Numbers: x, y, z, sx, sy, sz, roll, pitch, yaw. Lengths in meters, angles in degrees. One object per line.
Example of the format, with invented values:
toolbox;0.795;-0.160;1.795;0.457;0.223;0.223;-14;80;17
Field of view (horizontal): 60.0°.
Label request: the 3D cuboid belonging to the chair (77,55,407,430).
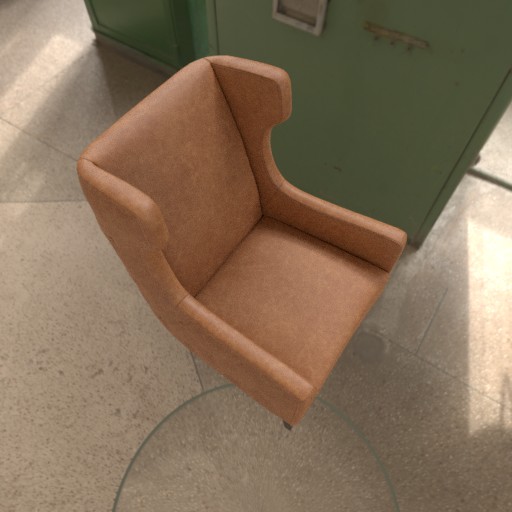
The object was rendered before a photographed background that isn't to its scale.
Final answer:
chair;0.000;0.000;1.649;0.899;1.079;0.766;30;63;17
